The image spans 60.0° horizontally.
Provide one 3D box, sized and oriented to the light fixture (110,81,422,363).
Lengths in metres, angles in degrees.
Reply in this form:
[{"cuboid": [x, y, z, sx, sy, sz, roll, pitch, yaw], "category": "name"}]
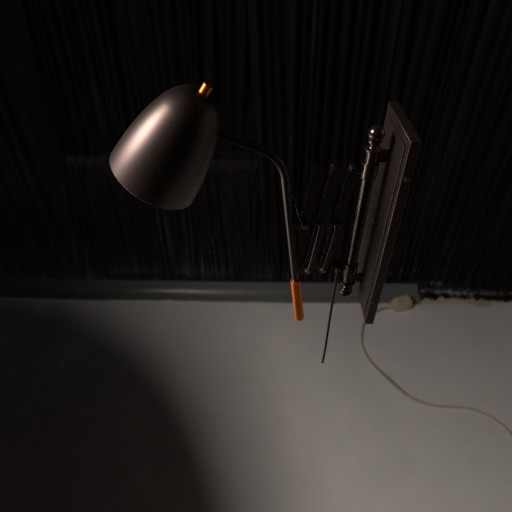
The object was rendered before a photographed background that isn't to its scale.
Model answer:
[{"cuboid": [0.000, 0.000, 0.918, 0.499, 0.715, 0.162, 0, 42, 0], "category": "light fixture"}]
